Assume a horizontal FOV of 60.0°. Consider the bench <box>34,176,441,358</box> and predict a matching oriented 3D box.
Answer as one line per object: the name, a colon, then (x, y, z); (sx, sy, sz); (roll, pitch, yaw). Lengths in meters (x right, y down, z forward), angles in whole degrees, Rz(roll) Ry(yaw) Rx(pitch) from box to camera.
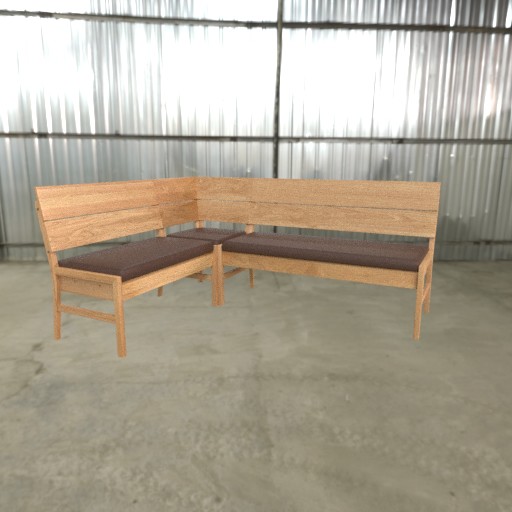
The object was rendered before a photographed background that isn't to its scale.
bench: (0.000, 0.000, 2.778); (1.975, 0.890, 1.549); (6, 14, 25)
